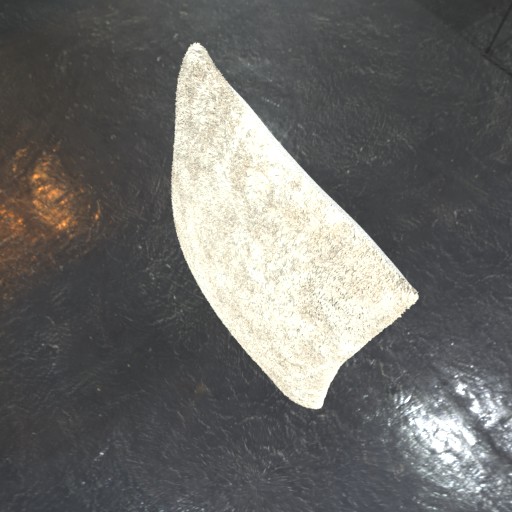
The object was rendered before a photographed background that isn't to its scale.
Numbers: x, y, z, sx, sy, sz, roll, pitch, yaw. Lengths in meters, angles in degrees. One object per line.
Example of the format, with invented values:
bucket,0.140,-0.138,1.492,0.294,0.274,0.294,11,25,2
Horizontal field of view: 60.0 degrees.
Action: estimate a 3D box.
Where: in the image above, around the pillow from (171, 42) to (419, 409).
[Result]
pillow,0.000,0.000,0.804,0.218,0.515,0.529,-31,67,-15
